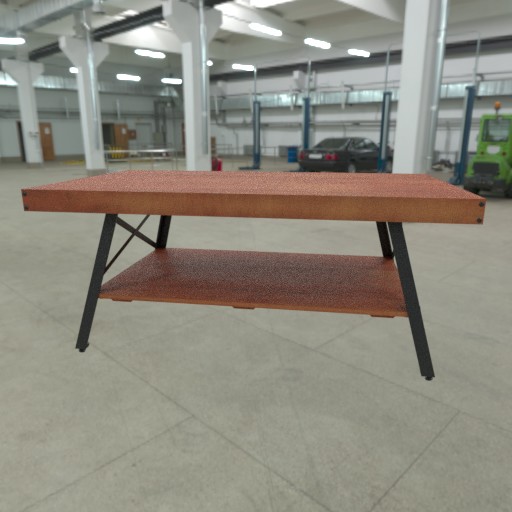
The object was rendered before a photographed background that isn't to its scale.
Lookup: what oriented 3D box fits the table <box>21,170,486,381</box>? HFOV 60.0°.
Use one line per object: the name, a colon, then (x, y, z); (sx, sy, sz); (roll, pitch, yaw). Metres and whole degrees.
table: (0.000, 0.000, 1.352); (1.067, 0.457, 0.610); (2, 16, 9)
